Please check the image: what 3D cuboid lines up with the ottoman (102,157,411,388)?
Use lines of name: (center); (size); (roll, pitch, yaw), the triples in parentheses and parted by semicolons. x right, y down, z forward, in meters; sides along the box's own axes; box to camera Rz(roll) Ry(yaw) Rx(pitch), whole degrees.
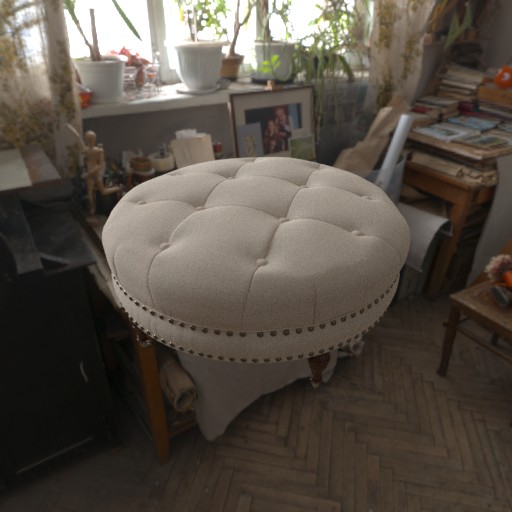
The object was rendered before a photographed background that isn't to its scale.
ottoman: (0.000, 0.000, 1.474); (0.940, 0.483, 0.940); (0, 30, 0)
